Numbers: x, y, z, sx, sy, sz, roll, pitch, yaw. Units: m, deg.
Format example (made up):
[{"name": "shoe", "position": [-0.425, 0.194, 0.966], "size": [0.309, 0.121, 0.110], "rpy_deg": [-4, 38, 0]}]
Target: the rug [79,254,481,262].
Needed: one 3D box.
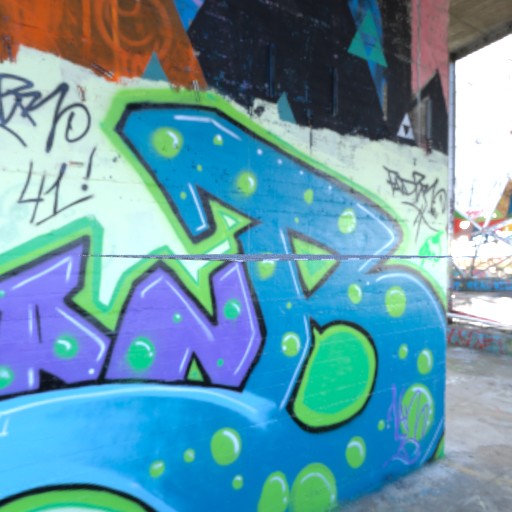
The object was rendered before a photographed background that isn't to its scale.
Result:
[{"name": "rug", "position": [0.000, 0.000, 4.158], "size": [2.432, 0.013, 3.021], "rpy_deg": [0, 1, -36]}]
